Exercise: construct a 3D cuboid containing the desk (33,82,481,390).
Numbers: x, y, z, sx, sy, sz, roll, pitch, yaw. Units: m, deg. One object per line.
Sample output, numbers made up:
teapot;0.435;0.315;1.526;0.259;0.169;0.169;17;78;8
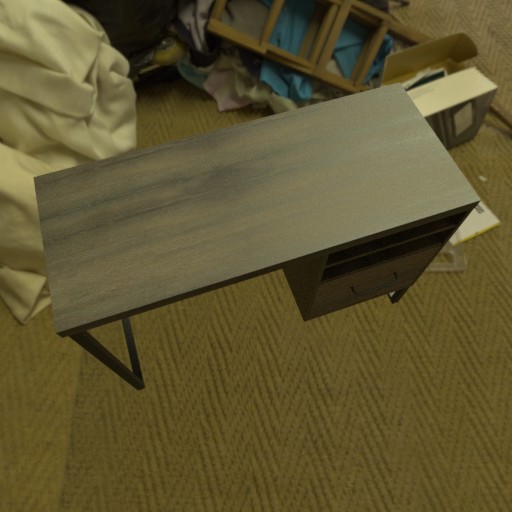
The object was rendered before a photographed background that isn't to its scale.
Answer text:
desk;0.000;0.000;1.541;1.134;0.752;0.511;-17;64;-9
